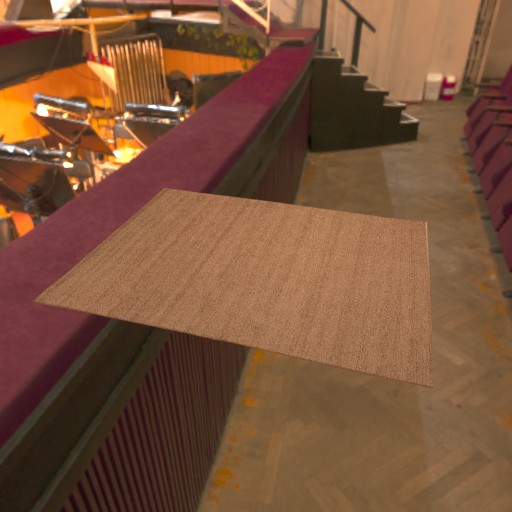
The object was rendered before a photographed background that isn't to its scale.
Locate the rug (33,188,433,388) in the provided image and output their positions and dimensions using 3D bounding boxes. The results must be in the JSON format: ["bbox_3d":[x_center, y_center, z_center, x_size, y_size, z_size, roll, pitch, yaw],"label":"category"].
[{"bbox_3d":[0.000,0.000,5.063,3.778,0.053,2.873,9,33,14],"label":"rug"}]
